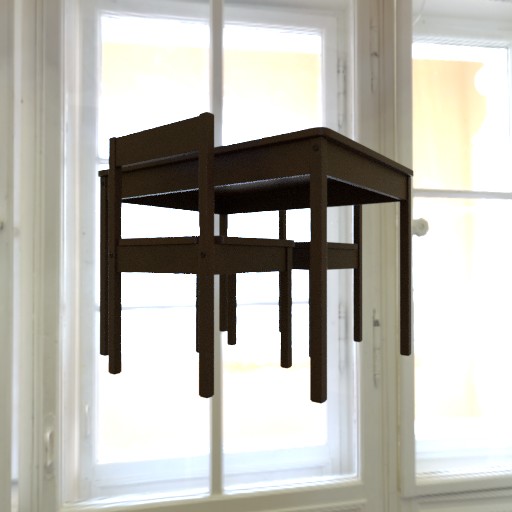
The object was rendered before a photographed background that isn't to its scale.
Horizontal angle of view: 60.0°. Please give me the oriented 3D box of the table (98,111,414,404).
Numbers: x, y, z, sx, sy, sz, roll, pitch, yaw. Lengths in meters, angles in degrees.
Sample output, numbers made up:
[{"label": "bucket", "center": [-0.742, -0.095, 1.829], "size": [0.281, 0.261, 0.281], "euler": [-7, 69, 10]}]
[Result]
[{"label": "table", "center": [0.000, 0.000, 1.126], "size": [0.650, 0.503, 0.672], "euler": [0, 0, 37]}]
